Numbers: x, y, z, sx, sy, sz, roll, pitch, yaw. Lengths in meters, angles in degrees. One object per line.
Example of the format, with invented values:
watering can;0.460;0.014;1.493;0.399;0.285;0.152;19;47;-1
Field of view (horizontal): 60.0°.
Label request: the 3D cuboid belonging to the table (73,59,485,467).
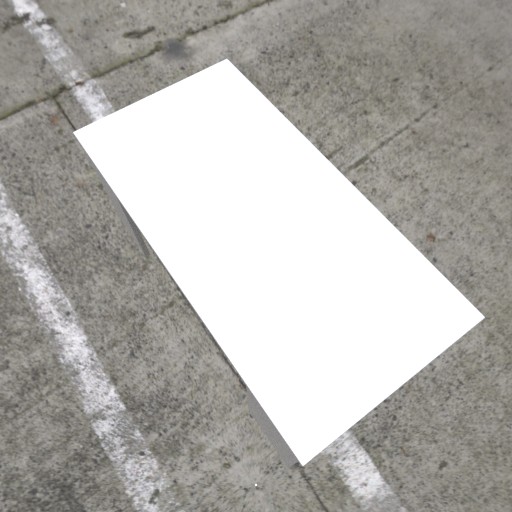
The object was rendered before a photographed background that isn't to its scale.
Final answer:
table;0.000;0.000;1.269;0.500;0.440;1.000;-32;67;-15
